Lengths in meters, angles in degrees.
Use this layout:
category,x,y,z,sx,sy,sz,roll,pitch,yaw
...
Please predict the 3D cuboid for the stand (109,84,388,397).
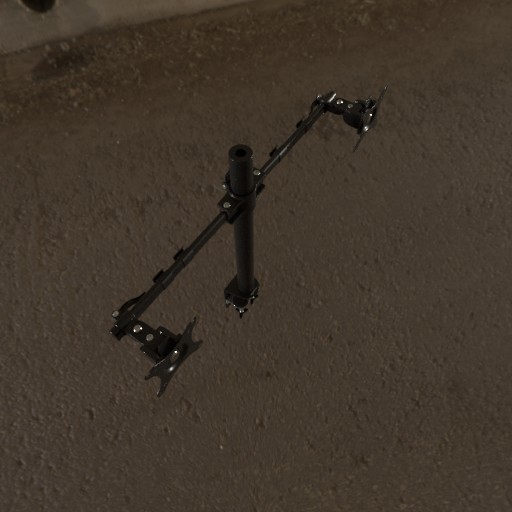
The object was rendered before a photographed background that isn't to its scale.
category,x,y,z,sx,sy,sz,roll,pitch,yaw
stand,0.000,0.000,0.992,0.150,0.603,0.743,31,63,17
